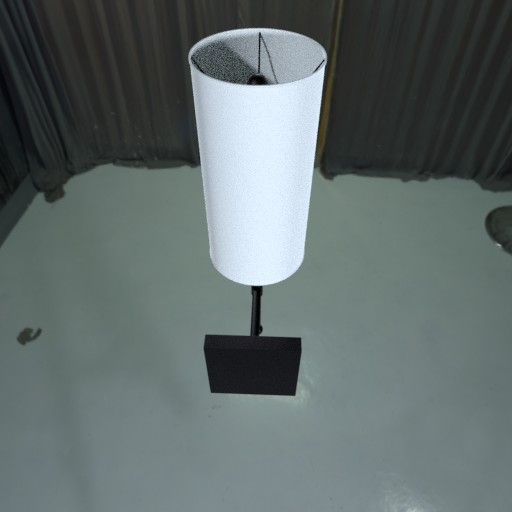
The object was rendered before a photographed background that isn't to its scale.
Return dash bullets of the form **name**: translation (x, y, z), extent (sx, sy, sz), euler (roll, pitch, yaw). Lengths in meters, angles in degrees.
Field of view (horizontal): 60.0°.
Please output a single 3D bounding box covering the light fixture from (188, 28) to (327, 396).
- **light fixture**: translation (0.000, 0.000, 0.552), extent (0.128, 0.462, 0.208), euler (2, 47, 2)
